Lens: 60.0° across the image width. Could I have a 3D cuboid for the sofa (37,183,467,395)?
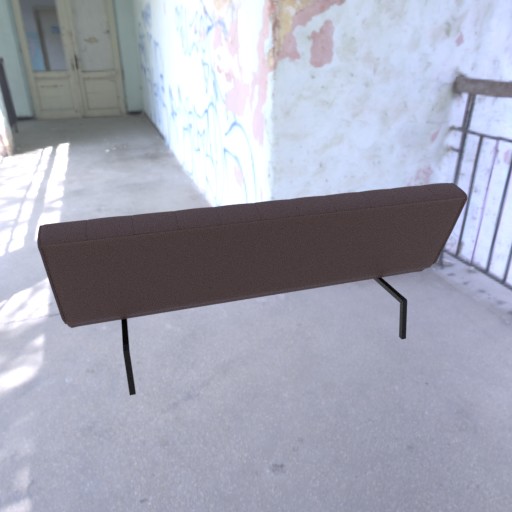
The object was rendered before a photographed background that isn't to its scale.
[{"bbox_3d":[0.000,0.000,2.096,1.703,0.699,0.747,-8,27,-15],"label":"sofa"}]
